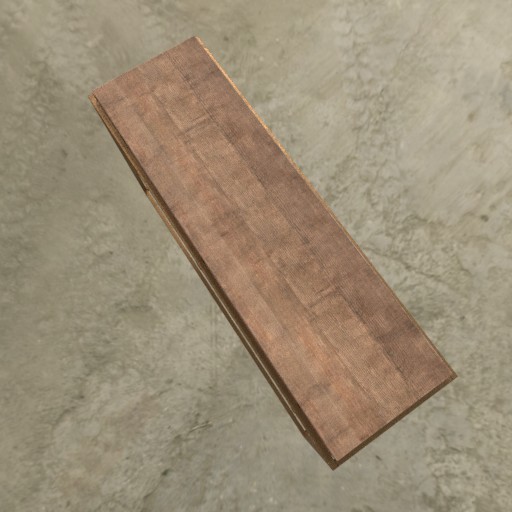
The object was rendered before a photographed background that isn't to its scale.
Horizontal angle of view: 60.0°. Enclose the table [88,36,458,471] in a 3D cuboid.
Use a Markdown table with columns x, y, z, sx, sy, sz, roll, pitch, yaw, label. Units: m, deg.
| x | y | z | sx | sy | sz | roll | pitch | yaw | label |
| --- | --- | --- | --- | --- | --- | --- | --- | --- | --- |
| 0.000 | 0.000 | 1.737 | 0.440 | 0.820 | 1.400 | -33 | 77 | -9 | table |
